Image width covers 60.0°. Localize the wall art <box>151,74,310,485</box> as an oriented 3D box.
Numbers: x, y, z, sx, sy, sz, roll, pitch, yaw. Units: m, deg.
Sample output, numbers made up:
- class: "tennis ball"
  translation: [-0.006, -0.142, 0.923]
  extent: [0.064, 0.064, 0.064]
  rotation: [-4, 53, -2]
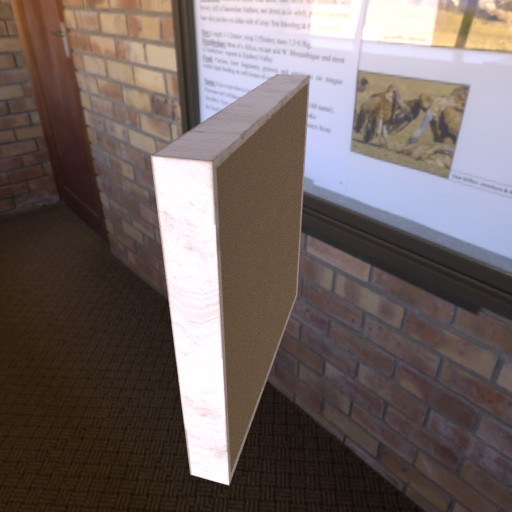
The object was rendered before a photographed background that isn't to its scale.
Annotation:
- class: "wall art"
  translation: [0.000, 0.000, 0.454]
  extent: [0.038, 0.303, 0.305]
  rotation: [8, 32, 14]
